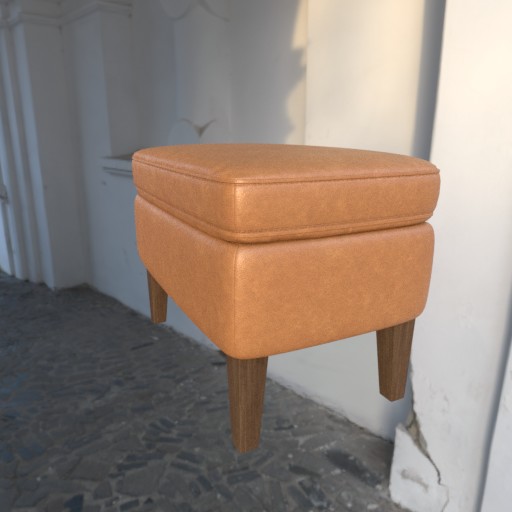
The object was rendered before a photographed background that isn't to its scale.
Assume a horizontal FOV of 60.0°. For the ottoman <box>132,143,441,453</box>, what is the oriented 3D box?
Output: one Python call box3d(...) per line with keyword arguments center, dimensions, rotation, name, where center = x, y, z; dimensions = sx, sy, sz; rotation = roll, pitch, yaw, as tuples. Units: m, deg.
box3d(center=(0.000, 0.000, 0.984), dimensions=(0.420, 0.480, 0.670), rotation=(-8, 18, -25), name="ottoman")
